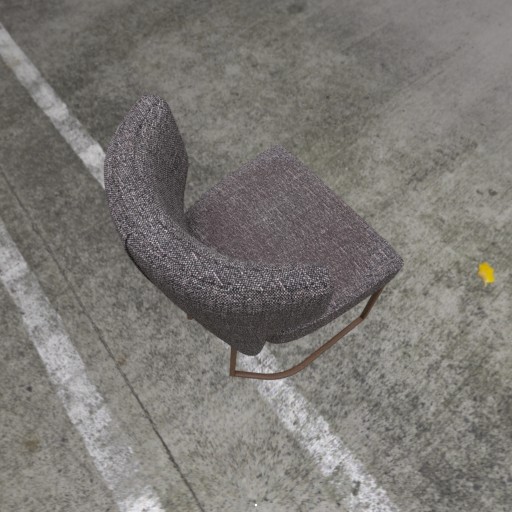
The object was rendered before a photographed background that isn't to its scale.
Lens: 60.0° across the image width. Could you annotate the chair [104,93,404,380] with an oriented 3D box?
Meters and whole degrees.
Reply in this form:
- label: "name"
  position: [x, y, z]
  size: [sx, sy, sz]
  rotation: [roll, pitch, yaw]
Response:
- label: "chair"
  position: [0.000, 0.000, 1.227]
  size: [0.617, 0.824, 0.611]
  rotation: [-34, 66, -17]
